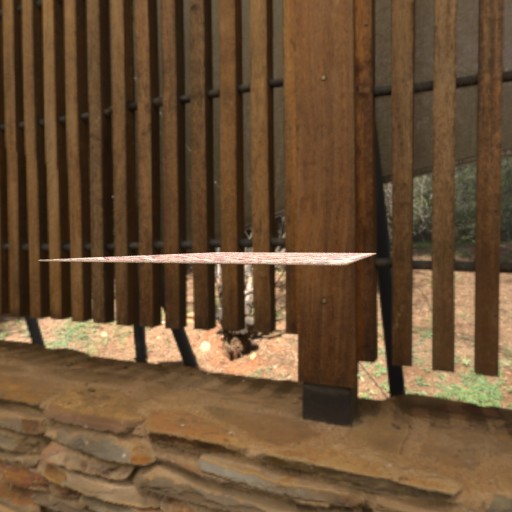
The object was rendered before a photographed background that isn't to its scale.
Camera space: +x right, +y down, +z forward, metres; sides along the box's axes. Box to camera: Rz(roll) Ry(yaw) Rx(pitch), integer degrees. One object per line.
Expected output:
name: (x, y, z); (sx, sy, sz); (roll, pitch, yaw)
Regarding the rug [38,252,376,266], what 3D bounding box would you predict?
rug: (0.000, 0.000, 3.161); (1.545, 0.010, 2.440); (0, 2, 18)
